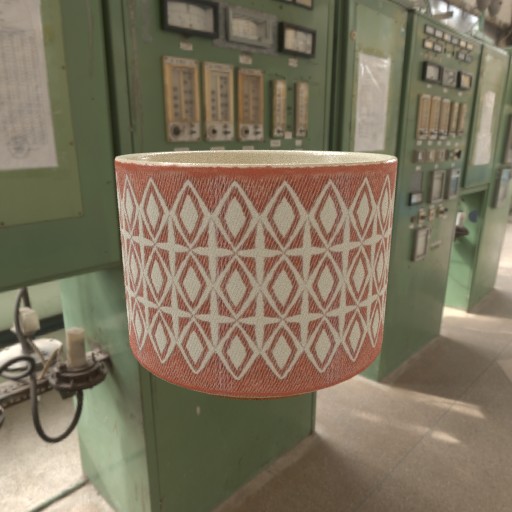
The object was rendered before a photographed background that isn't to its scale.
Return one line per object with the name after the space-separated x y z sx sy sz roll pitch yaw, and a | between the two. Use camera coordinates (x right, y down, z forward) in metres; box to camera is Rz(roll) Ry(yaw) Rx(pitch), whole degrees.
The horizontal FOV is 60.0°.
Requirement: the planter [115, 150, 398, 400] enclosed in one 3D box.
0.000 0.000 0.333 0.192 0.148 0.192 0 16 0 | planter
